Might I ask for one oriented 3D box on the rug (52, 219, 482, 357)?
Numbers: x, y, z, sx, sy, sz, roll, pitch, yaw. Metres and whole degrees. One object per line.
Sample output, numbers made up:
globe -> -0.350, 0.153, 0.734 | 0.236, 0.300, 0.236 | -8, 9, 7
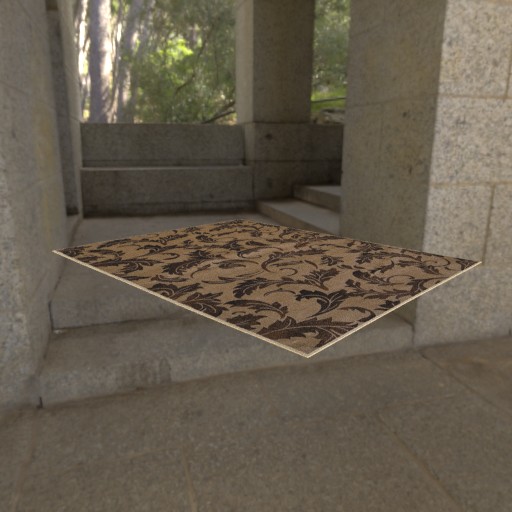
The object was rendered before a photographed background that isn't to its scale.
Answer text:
rug -> 0.000, 0.000, 3.901 | 2.977, 0.008, 2.380 | 14, 20, 43
